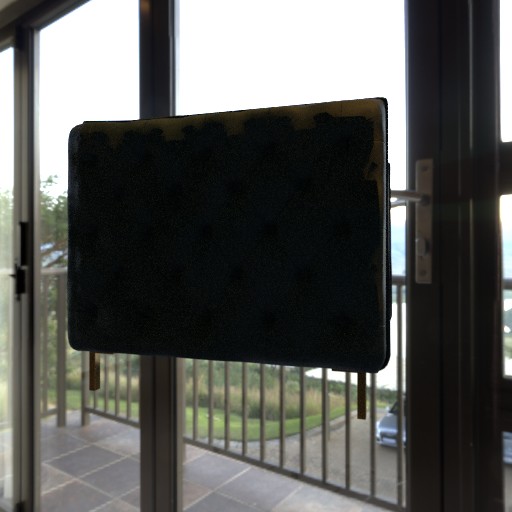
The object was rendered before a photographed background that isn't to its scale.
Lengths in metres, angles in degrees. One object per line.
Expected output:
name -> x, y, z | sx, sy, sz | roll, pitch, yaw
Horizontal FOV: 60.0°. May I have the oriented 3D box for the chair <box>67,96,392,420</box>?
chair -> 0.000, 0.000, 1.497 | 0.877, 0.771, 0.868 | 0, 0, 17
